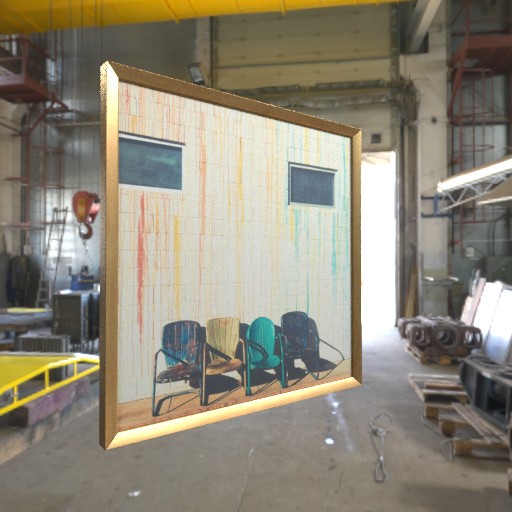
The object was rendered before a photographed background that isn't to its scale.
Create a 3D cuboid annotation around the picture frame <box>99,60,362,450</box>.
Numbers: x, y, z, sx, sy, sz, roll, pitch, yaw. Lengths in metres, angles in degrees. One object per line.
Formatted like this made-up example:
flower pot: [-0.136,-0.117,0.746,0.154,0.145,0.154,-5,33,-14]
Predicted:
picture frame: [0.000,0.000,1.105,0.758,0.761,0.037,1,-1,-37]
